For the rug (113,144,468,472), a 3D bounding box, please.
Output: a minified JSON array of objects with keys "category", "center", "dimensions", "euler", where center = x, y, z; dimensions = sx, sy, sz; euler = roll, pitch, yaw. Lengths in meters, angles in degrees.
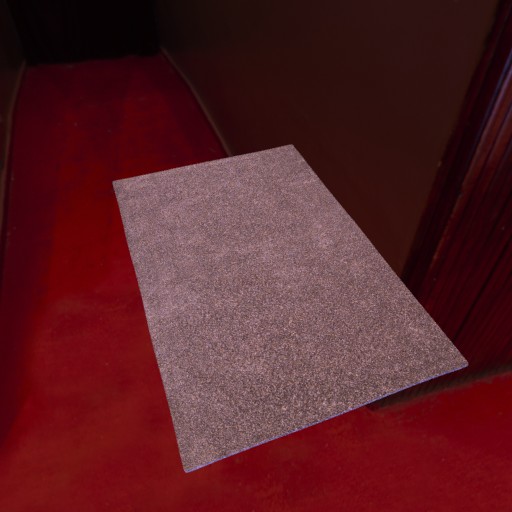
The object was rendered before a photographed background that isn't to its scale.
[{"category":"rug","center":[0.000,0.000,3.406],"dimensions":[1.802,0.026,2.699],"euler":[-15,47,-14]}]
